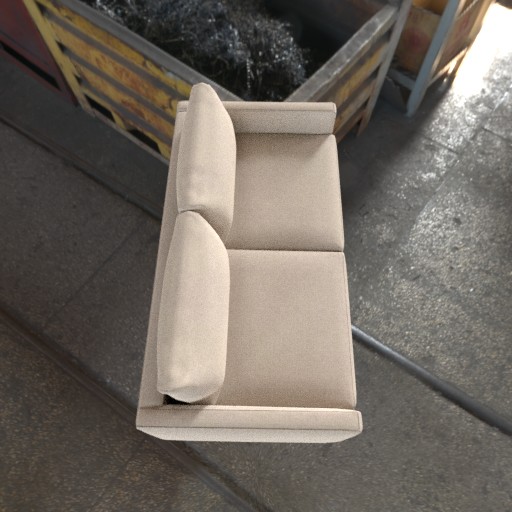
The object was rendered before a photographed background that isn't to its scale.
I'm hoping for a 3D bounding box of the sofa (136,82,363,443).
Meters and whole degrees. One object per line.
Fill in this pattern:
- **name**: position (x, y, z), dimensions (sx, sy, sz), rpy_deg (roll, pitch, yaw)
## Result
- **sofa**: position (0.000, 0.000, 2.186), dimensions (0.875, 0.840, 1.682), rpy_deg (1, 64, 0)
